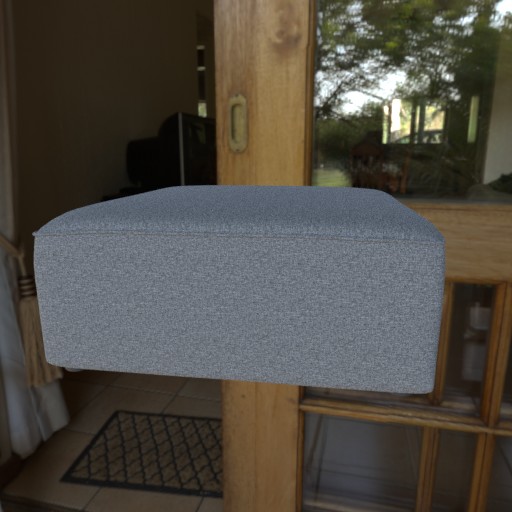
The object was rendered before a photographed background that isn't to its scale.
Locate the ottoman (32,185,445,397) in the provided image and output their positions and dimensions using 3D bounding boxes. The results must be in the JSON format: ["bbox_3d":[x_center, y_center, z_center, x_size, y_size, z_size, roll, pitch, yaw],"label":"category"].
[{"bbox_3d":[0.000,0.000,1.551,1.015,0.464,1.005,2,13,8],"label":"ottoman"}]
